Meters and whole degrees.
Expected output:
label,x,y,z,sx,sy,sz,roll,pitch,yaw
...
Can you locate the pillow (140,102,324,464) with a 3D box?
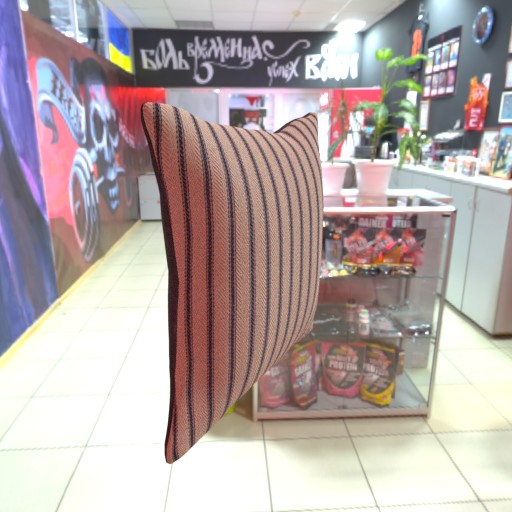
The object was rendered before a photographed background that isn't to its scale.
label,x,y,z,sx,sy,sz,roll,pitch,yaw
pillow,0.000,0.000,0.698,0.138,0.444,0.468,9,18,28
